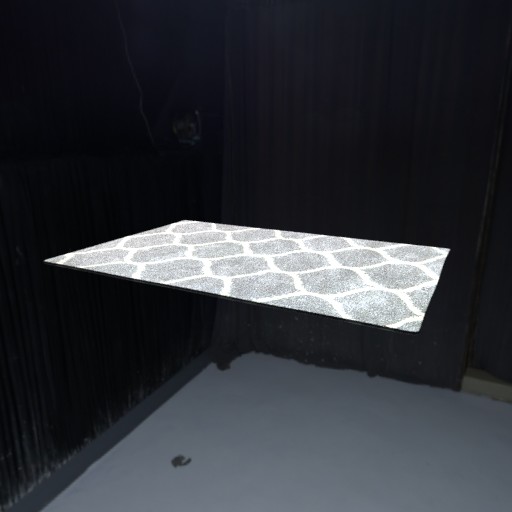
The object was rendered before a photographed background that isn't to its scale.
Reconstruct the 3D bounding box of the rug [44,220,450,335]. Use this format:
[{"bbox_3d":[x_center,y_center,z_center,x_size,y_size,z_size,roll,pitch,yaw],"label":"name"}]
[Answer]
[{"bbox_3d":[0.000,0.000,3.505,2.701,0.026,1.801,8,18,26],"label":"rug"}]
